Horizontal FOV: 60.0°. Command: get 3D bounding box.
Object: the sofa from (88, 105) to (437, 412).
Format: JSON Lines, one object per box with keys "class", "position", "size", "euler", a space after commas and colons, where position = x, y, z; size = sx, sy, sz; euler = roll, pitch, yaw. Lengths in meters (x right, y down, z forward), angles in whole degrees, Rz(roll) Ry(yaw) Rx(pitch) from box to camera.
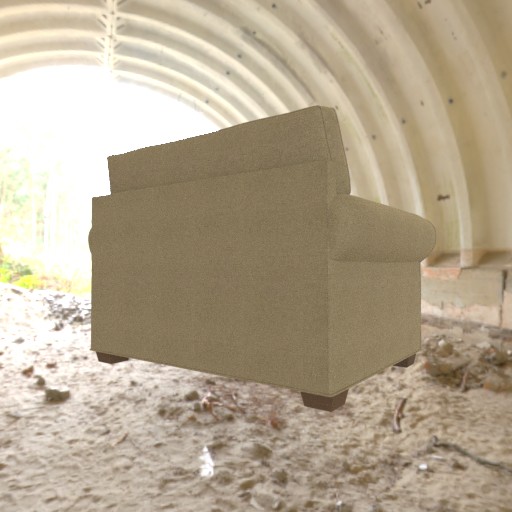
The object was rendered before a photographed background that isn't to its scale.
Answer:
{"class": "sofa", "position": [0.000, 0.000, 2.079], "size": [1.405, 0.991, 0.936], "euler": [-1, -1, 36]}
